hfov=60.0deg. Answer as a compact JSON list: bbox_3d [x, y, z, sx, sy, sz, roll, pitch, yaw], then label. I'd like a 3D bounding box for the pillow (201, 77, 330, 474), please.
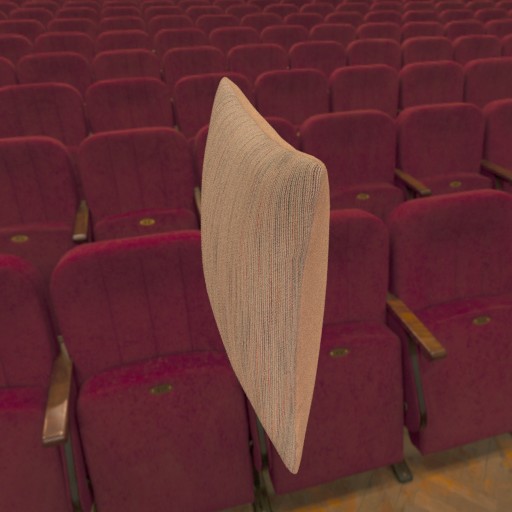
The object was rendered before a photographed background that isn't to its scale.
[{"bbox_3d":[0.000,0.000,0.775,0.178,0.506,0.512,-8,33,-12],"label":"pillow"}]
